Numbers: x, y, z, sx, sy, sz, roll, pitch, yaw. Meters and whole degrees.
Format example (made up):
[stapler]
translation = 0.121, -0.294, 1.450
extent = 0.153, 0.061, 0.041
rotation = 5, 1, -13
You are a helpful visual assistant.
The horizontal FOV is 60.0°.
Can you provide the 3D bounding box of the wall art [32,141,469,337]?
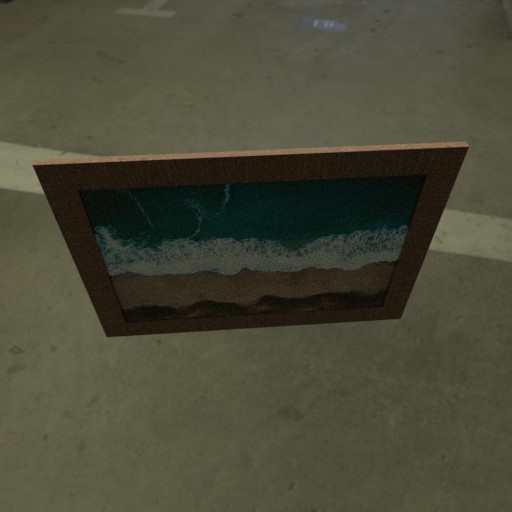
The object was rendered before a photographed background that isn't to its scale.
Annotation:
[wall art]
translation = 0.000, 0.000, 1.160
extent = 0.917, 0.626, 0.019
rotation = -3, 46, -3
